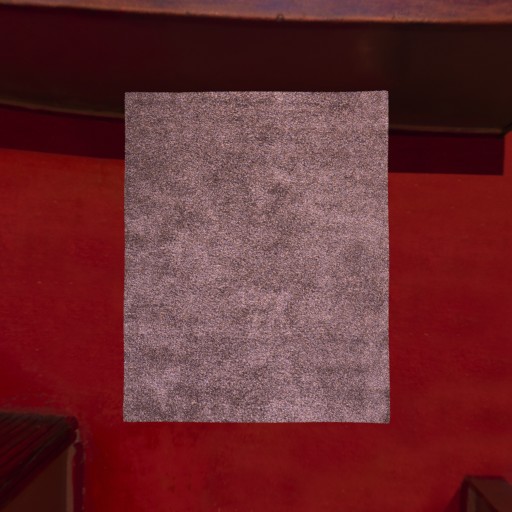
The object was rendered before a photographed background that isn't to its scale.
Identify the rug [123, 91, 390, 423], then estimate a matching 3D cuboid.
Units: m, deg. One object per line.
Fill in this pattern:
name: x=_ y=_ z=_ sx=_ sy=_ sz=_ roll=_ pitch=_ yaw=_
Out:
rug: x=0.000 y=0.000 z=4.025 sx=2.401 sy=0.025 sz=3.000 roll=0 pitch=89 yaw=1
